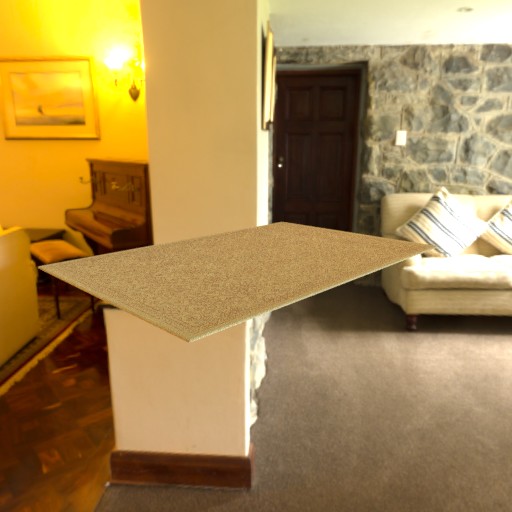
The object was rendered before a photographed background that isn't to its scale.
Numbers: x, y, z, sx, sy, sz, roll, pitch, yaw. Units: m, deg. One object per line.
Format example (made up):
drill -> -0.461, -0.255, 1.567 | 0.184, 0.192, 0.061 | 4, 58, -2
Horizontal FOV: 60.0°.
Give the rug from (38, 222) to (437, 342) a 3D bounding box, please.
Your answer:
rug -> 0.000, 0.000, 2.398 | 1.219, 0.010, 1.829 | 13, 19, 43
